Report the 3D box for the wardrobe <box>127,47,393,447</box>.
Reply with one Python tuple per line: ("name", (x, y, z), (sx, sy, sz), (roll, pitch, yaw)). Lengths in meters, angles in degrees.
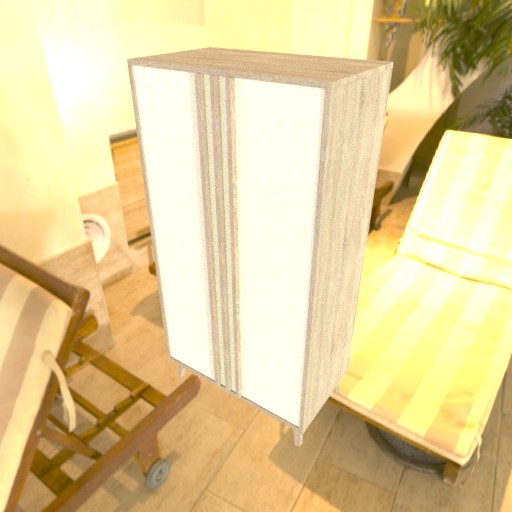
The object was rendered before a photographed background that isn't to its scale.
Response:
("wardrobe", (0.000, 0.000, 2.410), (1.000, 1.960, 0.600), (20, 36, 29))
